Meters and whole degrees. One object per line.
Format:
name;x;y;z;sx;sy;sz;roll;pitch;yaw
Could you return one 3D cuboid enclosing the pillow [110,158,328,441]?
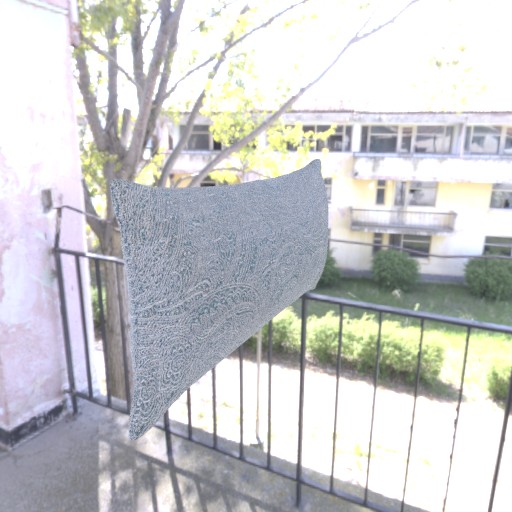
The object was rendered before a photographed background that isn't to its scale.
pillow;0.000;0.000;0.729;0.151;0.295;0.615;7;16;26
